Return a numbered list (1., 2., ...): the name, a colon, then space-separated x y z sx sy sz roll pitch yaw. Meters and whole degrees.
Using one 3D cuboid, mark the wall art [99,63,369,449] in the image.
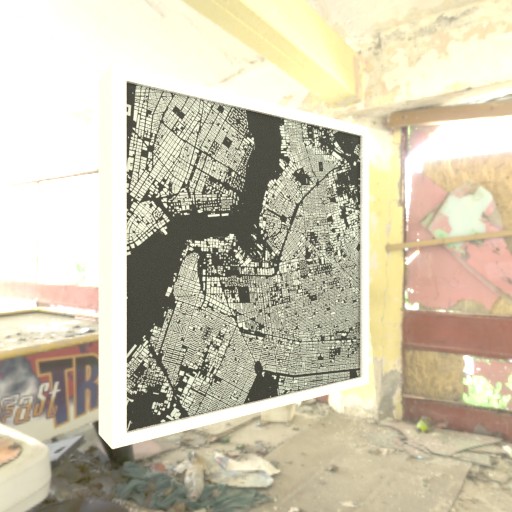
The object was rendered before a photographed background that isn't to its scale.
1. wall art: 0.000 0.000 0.453 0.305 0.305 0.037 0 0 -36
